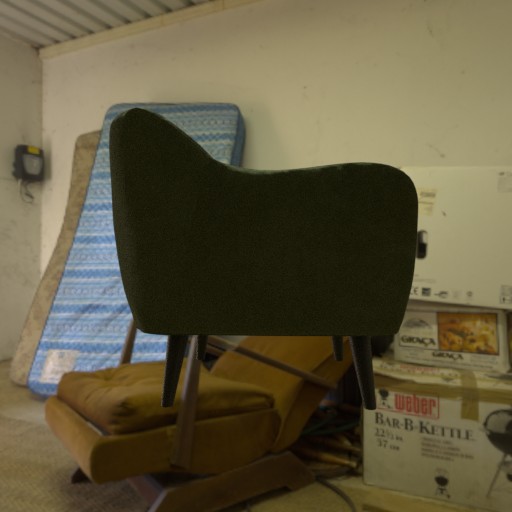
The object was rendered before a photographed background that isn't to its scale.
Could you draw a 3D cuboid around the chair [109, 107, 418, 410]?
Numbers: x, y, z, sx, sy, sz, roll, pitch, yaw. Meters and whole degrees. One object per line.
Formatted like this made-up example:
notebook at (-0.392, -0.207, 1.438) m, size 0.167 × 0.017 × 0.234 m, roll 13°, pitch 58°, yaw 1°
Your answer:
chair at (0.000, 0.000, 1.455) m, size 0.819 × 0.804 × 0.840 m, roll 0°, pitch 0°, yaw 2°
